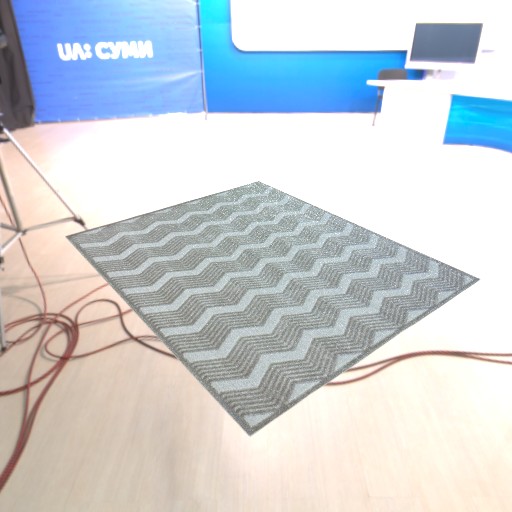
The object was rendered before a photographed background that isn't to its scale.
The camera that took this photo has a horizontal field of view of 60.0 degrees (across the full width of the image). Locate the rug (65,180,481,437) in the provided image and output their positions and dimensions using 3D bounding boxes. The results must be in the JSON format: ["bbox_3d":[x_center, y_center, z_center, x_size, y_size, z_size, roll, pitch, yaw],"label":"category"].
[{"bbox_3d":[0.000,0.000,3.924,2.391,0.005,2.880,-22,37,-33],"label":"rug"}]
